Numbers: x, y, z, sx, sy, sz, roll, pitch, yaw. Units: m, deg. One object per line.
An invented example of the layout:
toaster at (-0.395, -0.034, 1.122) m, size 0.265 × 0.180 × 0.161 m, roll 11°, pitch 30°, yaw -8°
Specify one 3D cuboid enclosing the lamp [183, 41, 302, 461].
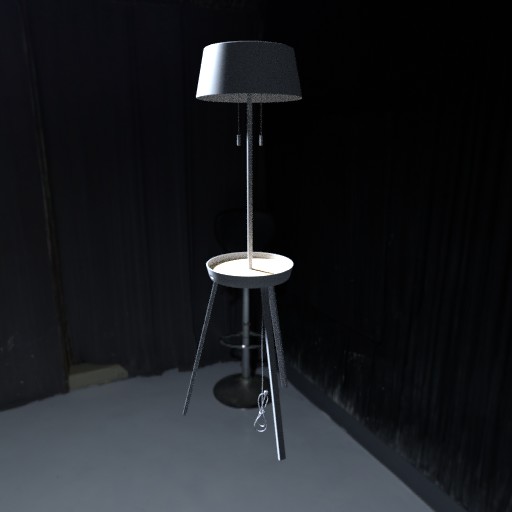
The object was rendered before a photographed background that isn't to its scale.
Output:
lamp at (0.000, 0.000, 1.632) m, size 0.508 × 1.429 × 0.468 m, roll -7°, pitch 17°, yaw -25°
